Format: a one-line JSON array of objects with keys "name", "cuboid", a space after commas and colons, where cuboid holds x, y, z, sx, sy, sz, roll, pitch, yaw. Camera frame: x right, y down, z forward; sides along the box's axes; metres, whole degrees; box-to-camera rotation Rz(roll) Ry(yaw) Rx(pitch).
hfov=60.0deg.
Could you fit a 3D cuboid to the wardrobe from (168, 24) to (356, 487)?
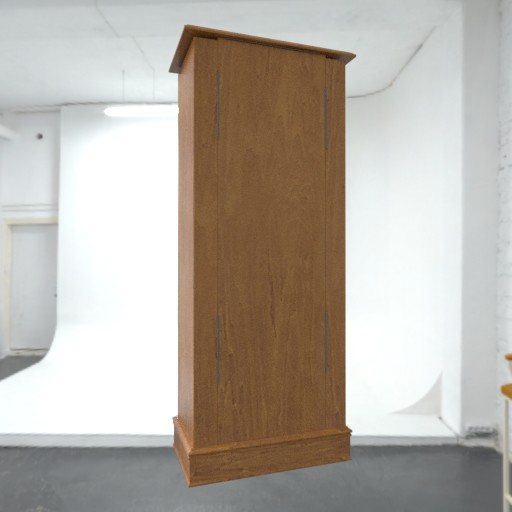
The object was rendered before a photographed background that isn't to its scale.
[{"name": "wardrobe", "cuboid": [0.000, 0.000, 1.105, 0.406, 0.959, 0.273, 0, 0, -19]}]
